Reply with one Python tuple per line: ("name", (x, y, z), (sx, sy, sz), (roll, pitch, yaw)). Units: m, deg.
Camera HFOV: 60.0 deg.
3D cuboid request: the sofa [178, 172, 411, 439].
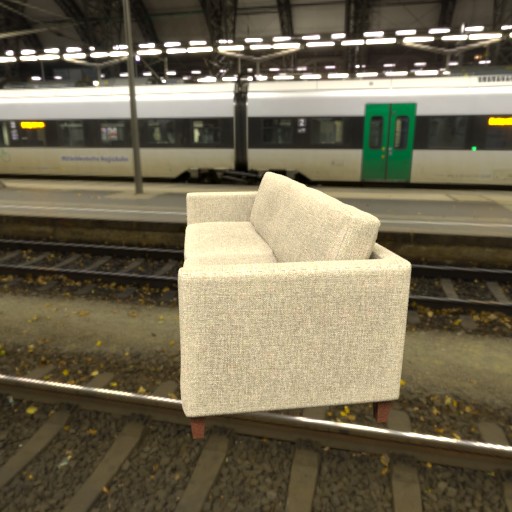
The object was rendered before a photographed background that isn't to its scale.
("sofa", (0.000, 0.000, 2.905), (0.948, 0.951, 2.434), (-2, 15, -8))
